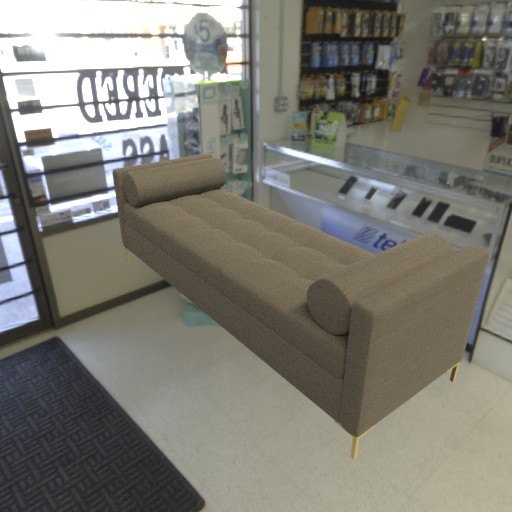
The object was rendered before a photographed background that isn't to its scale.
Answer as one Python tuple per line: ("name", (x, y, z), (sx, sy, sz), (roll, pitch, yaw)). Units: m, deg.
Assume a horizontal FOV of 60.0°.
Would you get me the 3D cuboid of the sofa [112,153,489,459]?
("sofa", (0.000, 0.000, 2.292), (0.686, 0.635, 1.981), (-19, 32, -33))
